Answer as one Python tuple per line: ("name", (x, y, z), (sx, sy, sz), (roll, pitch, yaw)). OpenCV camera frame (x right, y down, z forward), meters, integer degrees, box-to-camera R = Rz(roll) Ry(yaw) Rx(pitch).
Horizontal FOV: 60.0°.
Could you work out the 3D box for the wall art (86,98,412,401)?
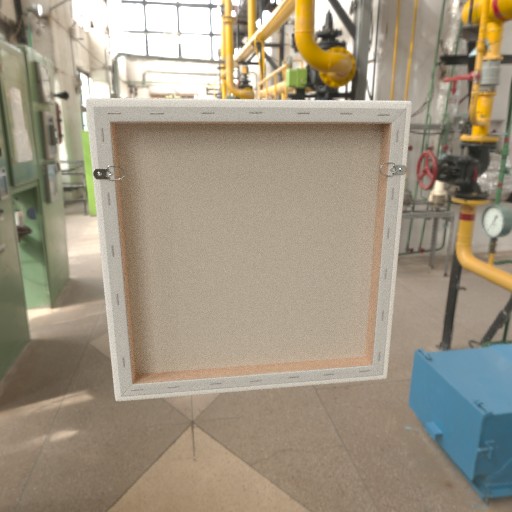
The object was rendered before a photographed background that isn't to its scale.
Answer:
("wall art", (0.000, 0.000, 0.763), (0.507, 0.508, 0.038), (-2, 16, -8))
